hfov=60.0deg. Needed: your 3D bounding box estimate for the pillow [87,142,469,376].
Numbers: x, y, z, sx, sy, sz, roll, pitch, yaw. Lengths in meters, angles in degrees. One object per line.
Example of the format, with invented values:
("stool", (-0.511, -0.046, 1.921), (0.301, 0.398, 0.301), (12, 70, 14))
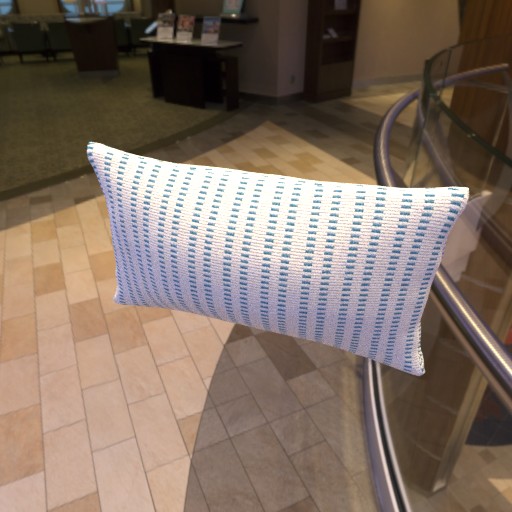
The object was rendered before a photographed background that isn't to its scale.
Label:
("pillow", (0.000, 0.000, 0.794), (0.640, 0.353, 0.210), (10, 33, 16))
